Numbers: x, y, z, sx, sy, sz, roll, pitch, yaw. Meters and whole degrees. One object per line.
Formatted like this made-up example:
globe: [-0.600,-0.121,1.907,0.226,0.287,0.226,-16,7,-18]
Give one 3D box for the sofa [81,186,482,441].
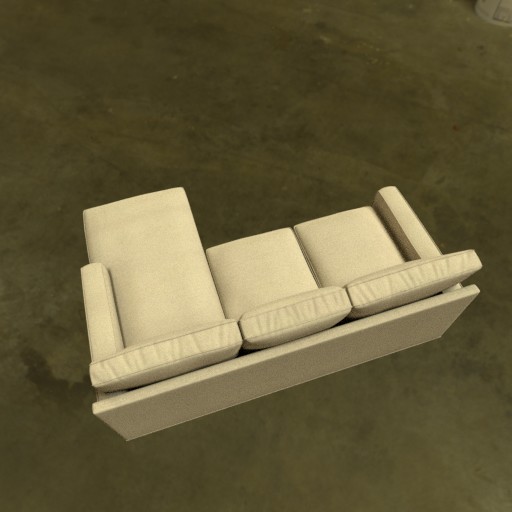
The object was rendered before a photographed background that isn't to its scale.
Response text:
sofa: [0.000,0.000,2.810,2.087,0.861,1.496,-15,58,-10]
